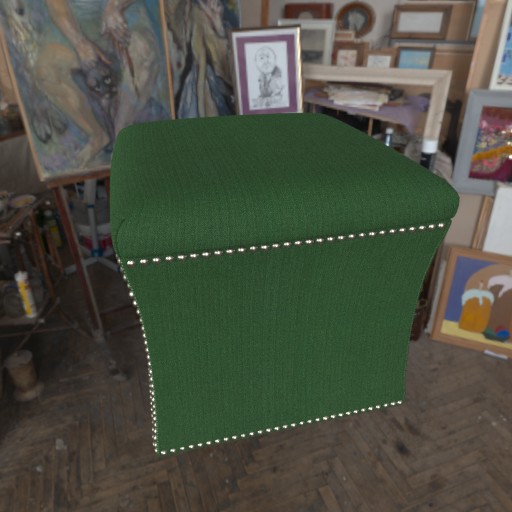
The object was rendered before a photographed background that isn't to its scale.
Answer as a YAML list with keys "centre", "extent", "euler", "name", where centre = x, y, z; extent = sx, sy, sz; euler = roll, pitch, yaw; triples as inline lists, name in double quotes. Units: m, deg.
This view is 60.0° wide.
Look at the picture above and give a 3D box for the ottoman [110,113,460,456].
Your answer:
- centre: [0.000, 0.000, 0.874]
  extent: [0.497, 0.475, 0.507]
  euler: [-7, 31, -12]
  name: "ottoman"
